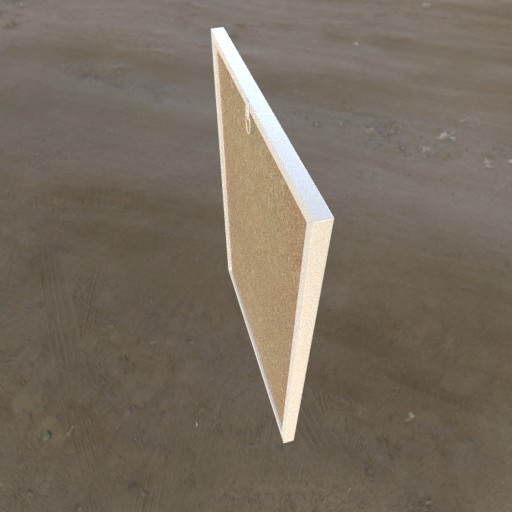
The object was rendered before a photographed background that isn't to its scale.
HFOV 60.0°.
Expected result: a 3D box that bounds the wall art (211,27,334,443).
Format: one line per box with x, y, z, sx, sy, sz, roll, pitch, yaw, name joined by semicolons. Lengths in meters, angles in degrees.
0.000;0.000;1.383;0.042;1.056;0.805;-12;50;-10;wall art
